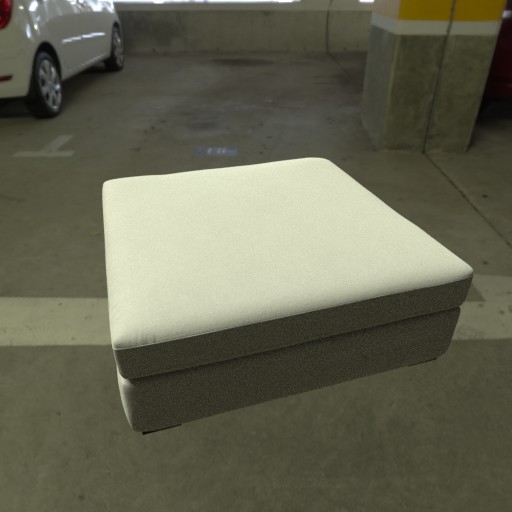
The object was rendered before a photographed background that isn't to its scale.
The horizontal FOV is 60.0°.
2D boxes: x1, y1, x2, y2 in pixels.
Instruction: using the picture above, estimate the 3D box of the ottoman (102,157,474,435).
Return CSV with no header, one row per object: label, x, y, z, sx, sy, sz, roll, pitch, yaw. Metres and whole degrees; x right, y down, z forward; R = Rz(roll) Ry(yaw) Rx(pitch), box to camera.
ottoman,0.000,0.000,1.823,1.167,0.482,1.163,-9,33,-15
